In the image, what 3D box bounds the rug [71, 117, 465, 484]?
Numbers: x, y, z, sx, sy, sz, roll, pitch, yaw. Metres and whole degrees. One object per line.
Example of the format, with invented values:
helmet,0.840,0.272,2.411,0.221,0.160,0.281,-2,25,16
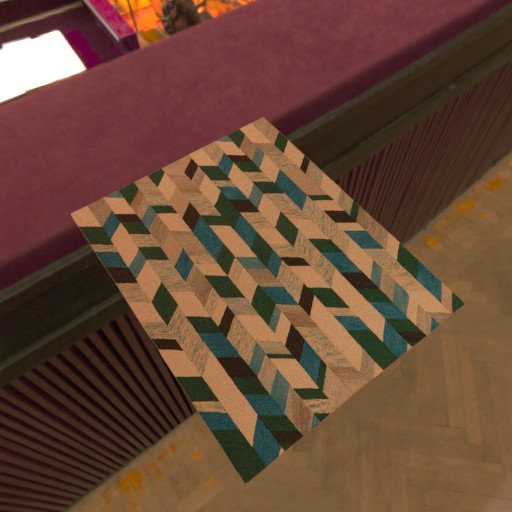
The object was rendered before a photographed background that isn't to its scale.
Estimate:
rug,0.000,0.000,4.212,2.440,0.008,3.036,-32,63,-18
